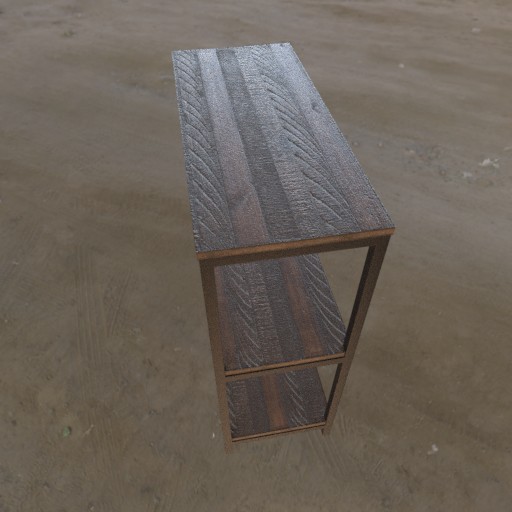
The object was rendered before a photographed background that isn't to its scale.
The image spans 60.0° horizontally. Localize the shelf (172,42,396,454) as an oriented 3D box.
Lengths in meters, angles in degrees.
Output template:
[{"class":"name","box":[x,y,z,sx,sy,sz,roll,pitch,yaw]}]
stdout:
[{"class":"shelf","box":[0.000,0.000,1.381,0.352,0.947,0.822,-7,47,-7]}]
